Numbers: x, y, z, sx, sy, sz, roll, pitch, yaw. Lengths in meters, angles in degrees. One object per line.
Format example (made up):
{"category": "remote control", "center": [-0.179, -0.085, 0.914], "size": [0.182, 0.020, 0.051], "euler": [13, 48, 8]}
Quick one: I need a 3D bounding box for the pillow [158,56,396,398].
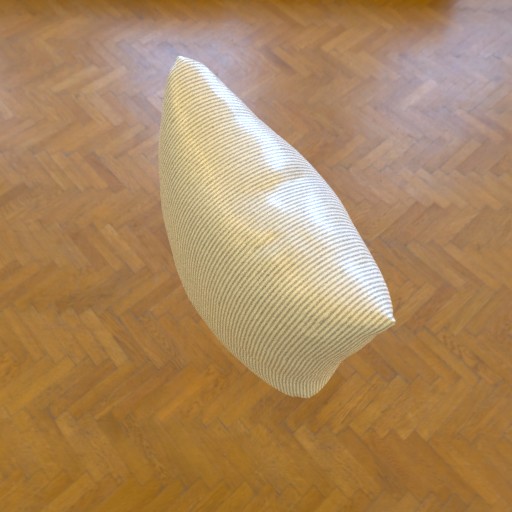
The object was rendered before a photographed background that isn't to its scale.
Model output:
{"category": "pillow", "center": [0.000, 0.000, 0.698], "size": [0.310, 0.432, 0.387], "euler": [2, 64, 1]}
